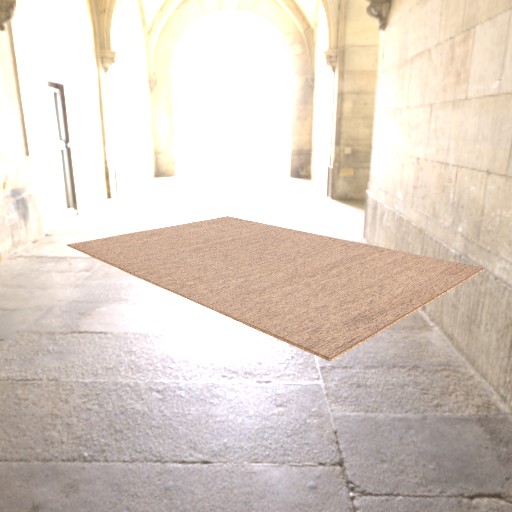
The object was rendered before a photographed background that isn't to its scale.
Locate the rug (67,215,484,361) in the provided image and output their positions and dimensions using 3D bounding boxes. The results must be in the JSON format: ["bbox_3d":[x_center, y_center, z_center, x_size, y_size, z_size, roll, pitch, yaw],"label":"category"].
[{"bbox_3d":[0.000,0.000,2.314,1.225,0.013,1.840,-15,22,-42],"label":"rug"}]
